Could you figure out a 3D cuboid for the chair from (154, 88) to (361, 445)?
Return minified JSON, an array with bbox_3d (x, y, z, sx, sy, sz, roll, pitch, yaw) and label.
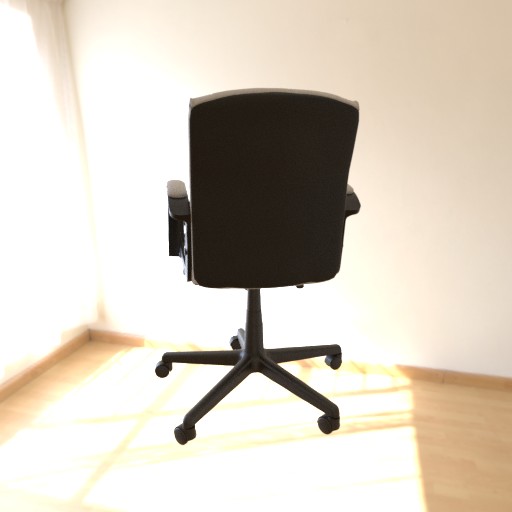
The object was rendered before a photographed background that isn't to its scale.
[{"bbox_3d":[0.000,0.000,1.513,0.739,1.004,0.717,-3,14,-10],"label":"chair"}]
